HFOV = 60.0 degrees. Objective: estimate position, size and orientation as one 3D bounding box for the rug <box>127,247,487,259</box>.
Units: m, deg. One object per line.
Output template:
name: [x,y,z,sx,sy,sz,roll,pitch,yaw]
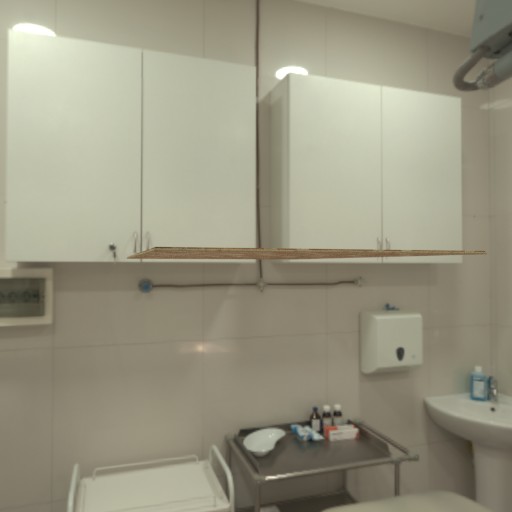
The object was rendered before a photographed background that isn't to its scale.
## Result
rug: [0.000,0.000,2.941,1.555,0.016,2.286,0,-1,-19]
